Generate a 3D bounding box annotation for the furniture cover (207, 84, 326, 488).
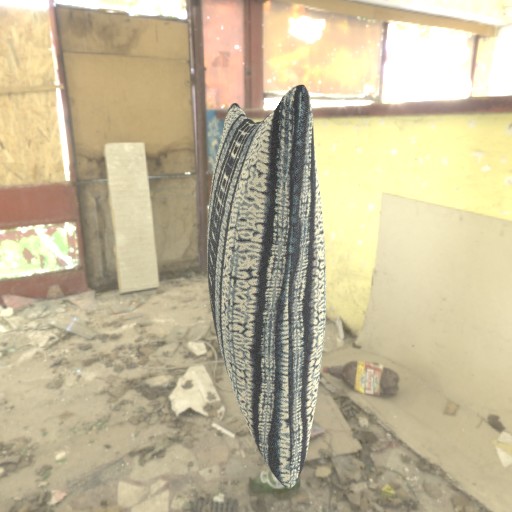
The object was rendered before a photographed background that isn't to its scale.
[{"bbox_3d":[0.000,0.000,0.641,0.133,0.435,0.425,-3,17,-10],"label":"furniture cover"}]
